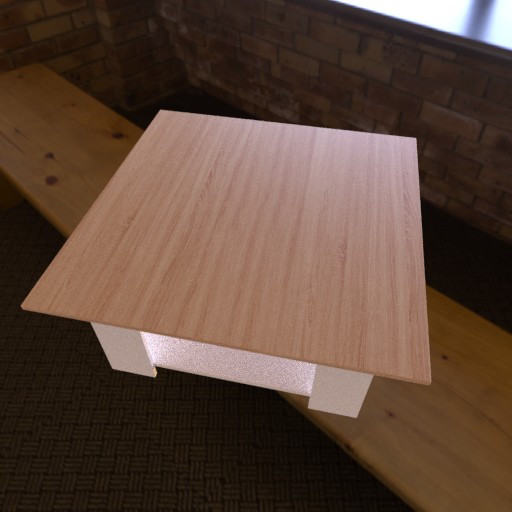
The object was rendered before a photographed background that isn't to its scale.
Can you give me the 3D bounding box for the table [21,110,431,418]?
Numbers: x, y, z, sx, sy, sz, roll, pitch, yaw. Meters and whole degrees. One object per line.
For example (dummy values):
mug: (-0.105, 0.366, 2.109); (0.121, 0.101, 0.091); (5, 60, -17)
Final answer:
table: (0.000, 0.000, 1.034); (0.670, 0.305, 0.670); (9, 48, 8)
